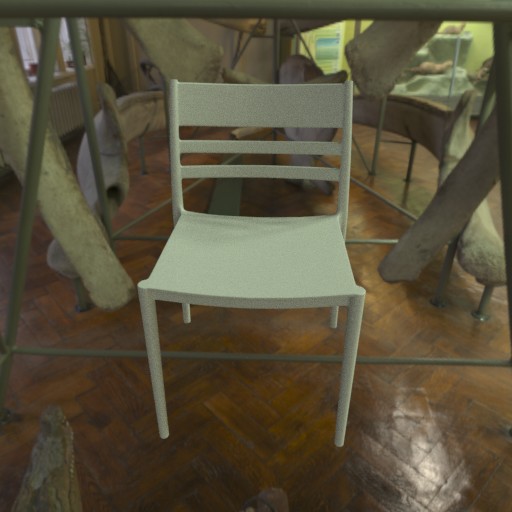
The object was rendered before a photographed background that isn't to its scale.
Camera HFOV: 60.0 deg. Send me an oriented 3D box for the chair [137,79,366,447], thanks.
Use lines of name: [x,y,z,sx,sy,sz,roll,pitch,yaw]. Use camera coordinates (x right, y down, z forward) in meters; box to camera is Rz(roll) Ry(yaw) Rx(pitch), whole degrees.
chair: [0.000,0.000,1.147,0.531,0.800,0.511,2,29,3]
